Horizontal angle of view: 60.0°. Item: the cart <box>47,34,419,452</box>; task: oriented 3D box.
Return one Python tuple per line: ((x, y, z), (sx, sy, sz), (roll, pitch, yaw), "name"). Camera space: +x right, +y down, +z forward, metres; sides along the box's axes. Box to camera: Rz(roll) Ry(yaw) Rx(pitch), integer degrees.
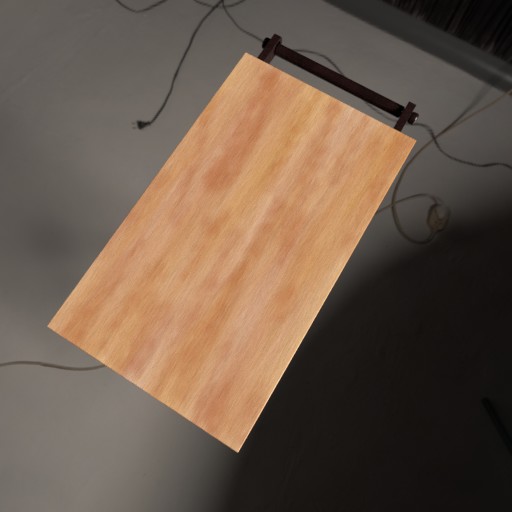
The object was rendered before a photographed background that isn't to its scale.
((0.000, 0.000, 1.416), (0.472, 0.878, 0.914), (30, 77, 8), "cart")
